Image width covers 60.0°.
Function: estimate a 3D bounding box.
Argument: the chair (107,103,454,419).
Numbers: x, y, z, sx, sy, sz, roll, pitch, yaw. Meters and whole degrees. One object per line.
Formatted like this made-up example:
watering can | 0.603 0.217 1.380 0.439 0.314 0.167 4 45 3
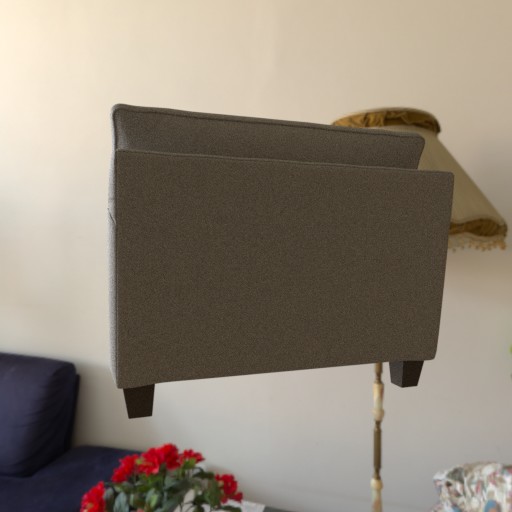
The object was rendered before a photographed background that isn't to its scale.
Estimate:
chair | 0.000 0.000 1.912 1.220 1.016 1.040 0 1 -18
